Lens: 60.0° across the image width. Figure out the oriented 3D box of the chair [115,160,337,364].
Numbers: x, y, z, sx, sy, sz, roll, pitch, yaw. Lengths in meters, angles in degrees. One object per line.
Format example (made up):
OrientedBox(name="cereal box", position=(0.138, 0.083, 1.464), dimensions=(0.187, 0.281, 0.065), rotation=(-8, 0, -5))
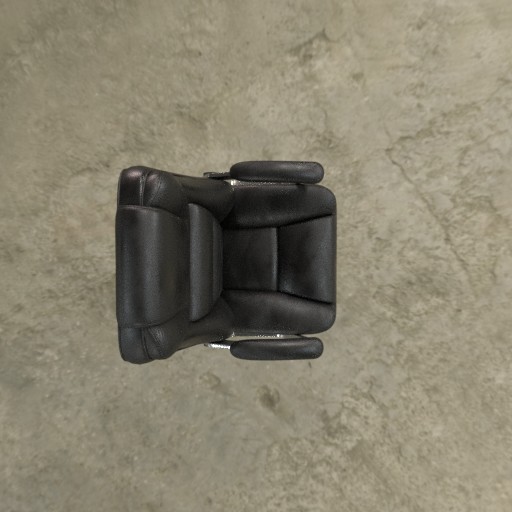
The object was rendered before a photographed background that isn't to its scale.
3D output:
OrientedBox(name="chair", position=(0.000, 0.000, 1.528), dimensions=(0.689, 1.075, 0.697), rotation=(0, 91, 0))
